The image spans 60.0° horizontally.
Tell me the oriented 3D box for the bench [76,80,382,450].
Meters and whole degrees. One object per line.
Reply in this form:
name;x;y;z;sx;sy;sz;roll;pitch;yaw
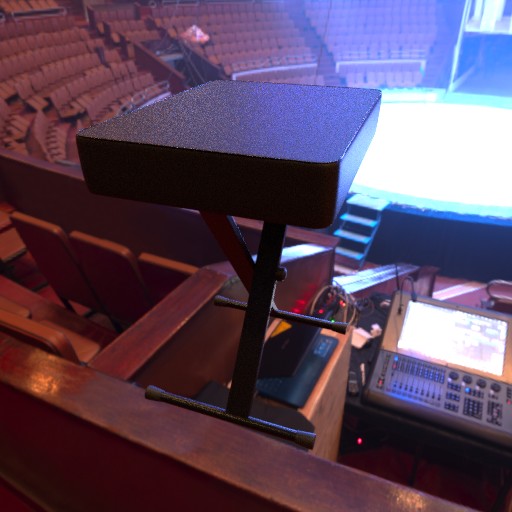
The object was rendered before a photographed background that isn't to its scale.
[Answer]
bench;0.000;0.000;0.771;0.321;0.500;0.424;10;32;17
